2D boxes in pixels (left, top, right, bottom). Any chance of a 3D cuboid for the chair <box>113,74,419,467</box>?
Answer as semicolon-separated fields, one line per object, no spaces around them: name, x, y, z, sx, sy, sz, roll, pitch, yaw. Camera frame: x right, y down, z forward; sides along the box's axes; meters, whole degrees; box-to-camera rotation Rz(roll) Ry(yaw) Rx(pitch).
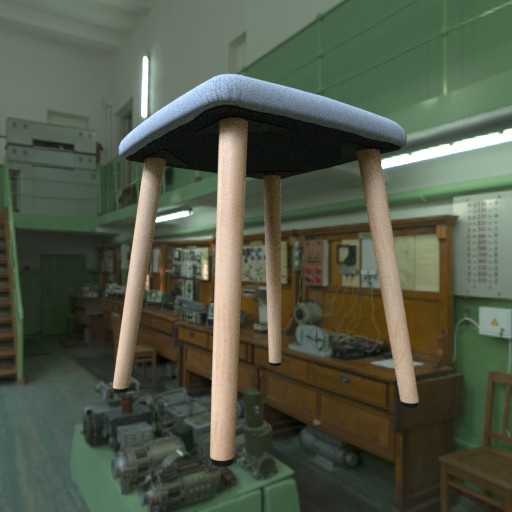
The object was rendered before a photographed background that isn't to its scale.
chair;0.000;0.000;0.691;0.350;0.440;0.350;1;-1;-36
